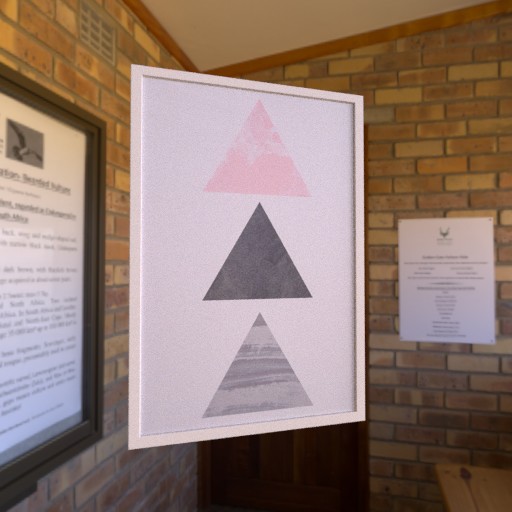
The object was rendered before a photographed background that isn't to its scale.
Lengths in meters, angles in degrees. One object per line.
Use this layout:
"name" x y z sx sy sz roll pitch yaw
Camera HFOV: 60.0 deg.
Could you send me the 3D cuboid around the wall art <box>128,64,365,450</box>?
"wall art" 0.000 0.000 0.831 0.456 0.656 0.013 0 -1 -18
